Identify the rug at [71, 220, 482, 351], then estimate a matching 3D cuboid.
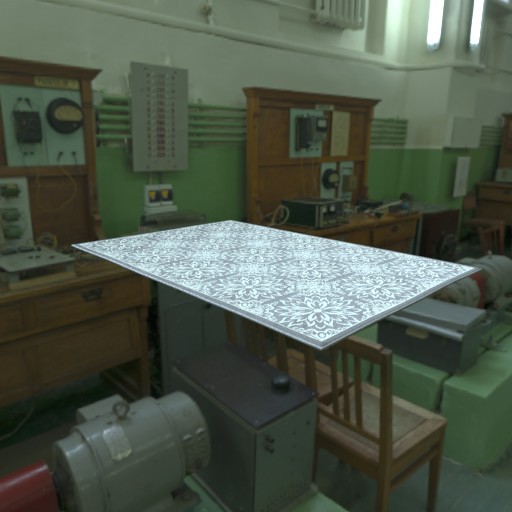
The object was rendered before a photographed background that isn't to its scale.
[{"bbox_3d":[0.000,0.000,3.491,1.819,0.018,2.746,-13,20,-42],"label":"rug"}]
